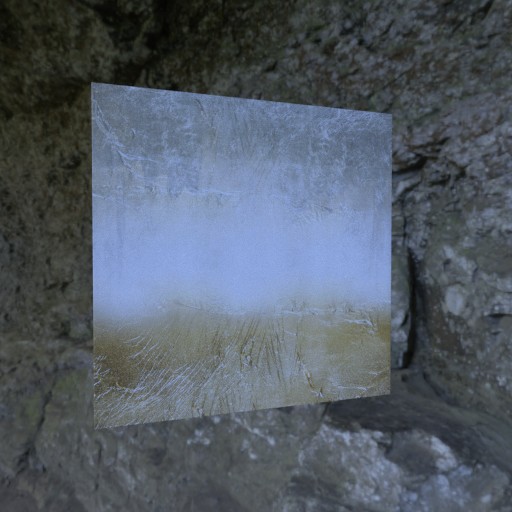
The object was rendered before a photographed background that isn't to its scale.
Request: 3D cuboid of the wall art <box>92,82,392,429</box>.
[{"bbox_3d":[0.000,0.000,1.584,1.092,1.091,0.051,0,1,-18],"label":"wall art"}]
